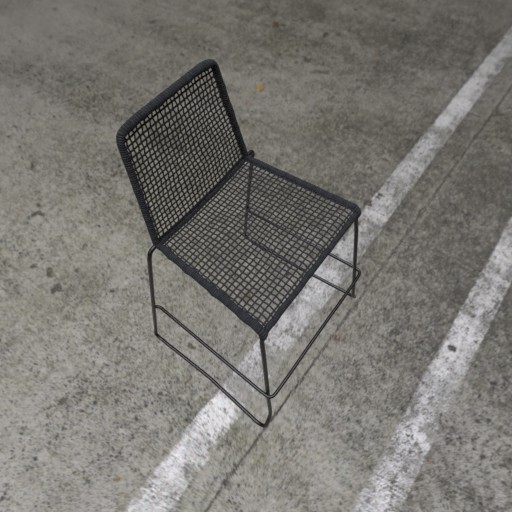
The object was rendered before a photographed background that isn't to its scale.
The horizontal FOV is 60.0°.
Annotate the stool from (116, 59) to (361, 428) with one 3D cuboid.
[{"bbox_3d":[0.000,0.000,1.245,0.509,0.905,0.590,32,64,18],"label":"stool"}]
